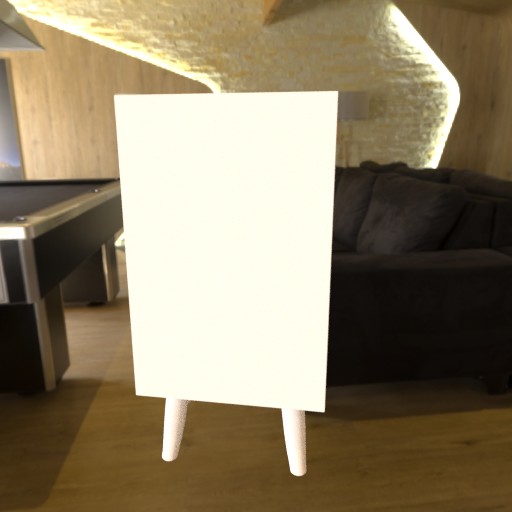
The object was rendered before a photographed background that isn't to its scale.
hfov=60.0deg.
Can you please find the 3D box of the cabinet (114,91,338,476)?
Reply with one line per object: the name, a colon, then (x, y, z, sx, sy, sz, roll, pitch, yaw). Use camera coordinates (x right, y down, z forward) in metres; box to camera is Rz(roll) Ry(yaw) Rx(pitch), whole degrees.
cabinet: (0.000, 0.000, 1.219, 0.398, 0.761, 0.800, 2, 14, 9)
